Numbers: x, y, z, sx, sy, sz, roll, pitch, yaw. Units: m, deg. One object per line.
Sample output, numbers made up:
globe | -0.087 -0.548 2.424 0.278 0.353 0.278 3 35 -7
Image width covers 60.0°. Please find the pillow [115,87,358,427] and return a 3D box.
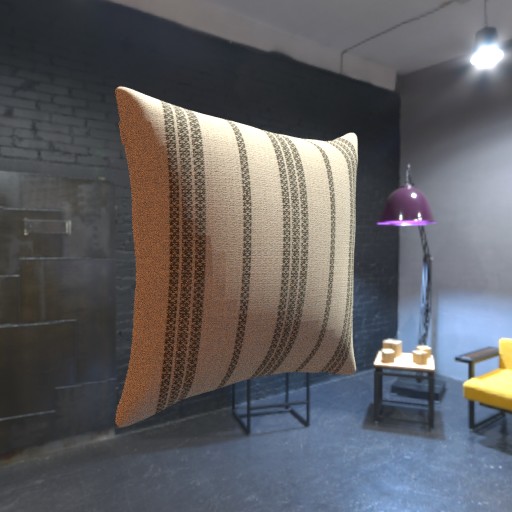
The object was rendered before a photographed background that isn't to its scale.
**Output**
pillow | 0.000 0.000 0.637 0.405 0.406 0.173 -1 2 -34
